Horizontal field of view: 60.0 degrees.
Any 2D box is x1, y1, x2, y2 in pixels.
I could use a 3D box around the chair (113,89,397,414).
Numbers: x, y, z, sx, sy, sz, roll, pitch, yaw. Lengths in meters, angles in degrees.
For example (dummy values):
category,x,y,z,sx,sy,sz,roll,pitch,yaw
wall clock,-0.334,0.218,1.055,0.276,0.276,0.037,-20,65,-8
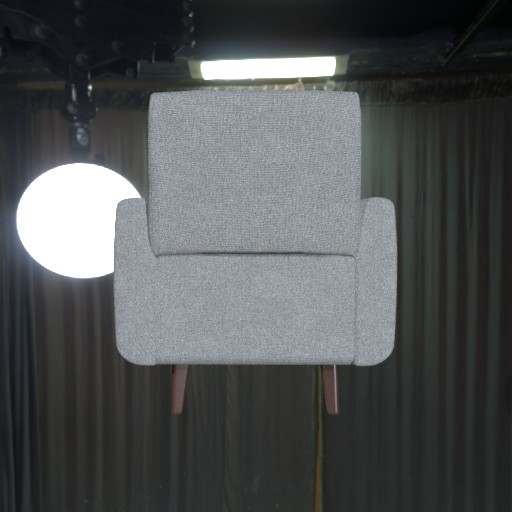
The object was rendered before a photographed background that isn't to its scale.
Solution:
category,x,y,z,sx,sy,sz,roll,pitch,yaw
chair,0.000,0.000,1.699,0.845,0.968,0.942,0,0,1
